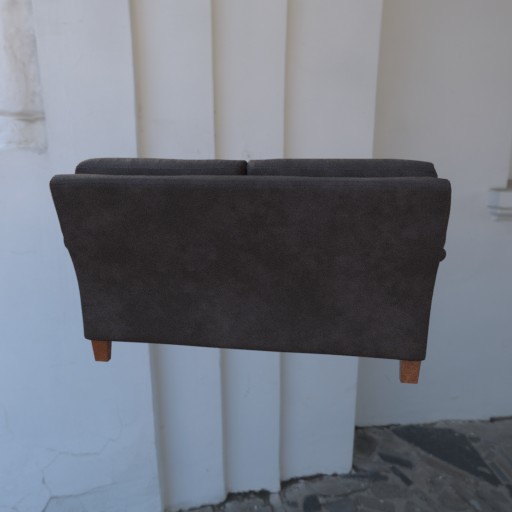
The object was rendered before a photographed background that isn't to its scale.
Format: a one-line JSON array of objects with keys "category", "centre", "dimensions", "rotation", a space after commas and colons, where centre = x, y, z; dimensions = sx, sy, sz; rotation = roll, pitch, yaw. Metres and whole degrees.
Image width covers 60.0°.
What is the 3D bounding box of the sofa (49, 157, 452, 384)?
[{"category": "sofa", "centre": [0.000, 0.000, 2.523], "dimensions": [1.853, 1.101, 1.084], "rotation": [2, 14, 8]}]
